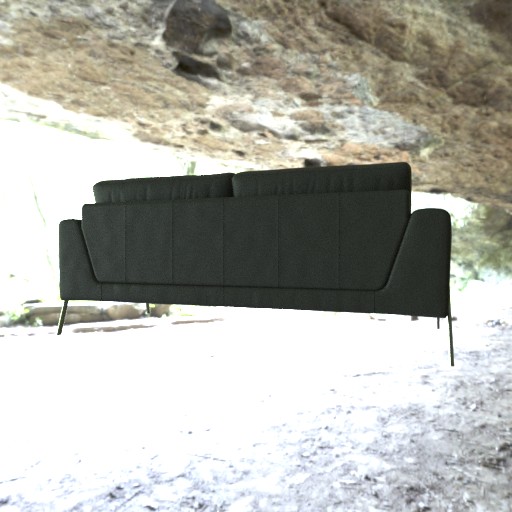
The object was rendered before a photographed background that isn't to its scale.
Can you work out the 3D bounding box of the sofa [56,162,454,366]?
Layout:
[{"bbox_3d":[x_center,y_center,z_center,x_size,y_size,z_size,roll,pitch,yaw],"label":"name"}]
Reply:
[{"bbox_3d":[0.000,0.000,2.554,2.017,0.875,0.953,0,1,19],"label":"sofa"}]
